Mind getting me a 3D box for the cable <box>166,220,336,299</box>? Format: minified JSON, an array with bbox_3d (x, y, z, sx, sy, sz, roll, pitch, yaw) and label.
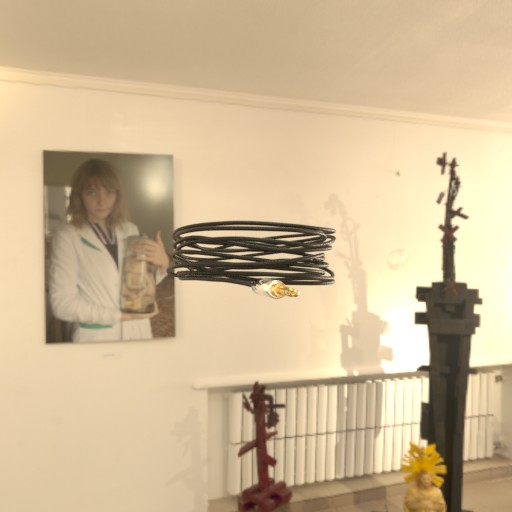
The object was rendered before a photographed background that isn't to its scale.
[{"bbox_3d":[0.000,0.000,0.502,0.198,0.069,0.432,0,-1,-17],"label":"cable"}]
